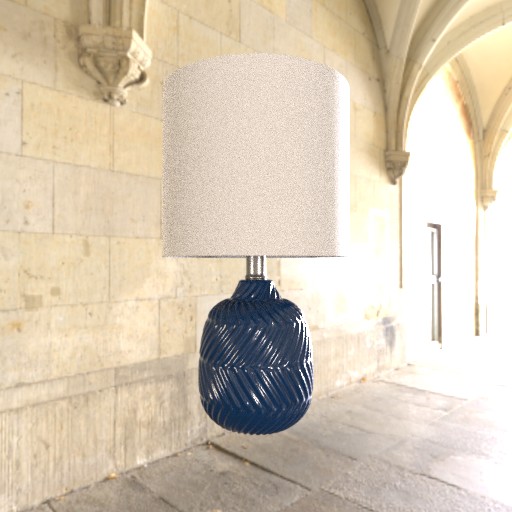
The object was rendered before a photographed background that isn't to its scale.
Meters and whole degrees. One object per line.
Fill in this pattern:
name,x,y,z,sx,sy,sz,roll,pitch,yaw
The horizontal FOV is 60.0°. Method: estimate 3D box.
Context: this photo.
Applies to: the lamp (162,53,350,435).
lamp,0.000,0.000,0.491,0.203,0.368,0.203,0,-1,0
